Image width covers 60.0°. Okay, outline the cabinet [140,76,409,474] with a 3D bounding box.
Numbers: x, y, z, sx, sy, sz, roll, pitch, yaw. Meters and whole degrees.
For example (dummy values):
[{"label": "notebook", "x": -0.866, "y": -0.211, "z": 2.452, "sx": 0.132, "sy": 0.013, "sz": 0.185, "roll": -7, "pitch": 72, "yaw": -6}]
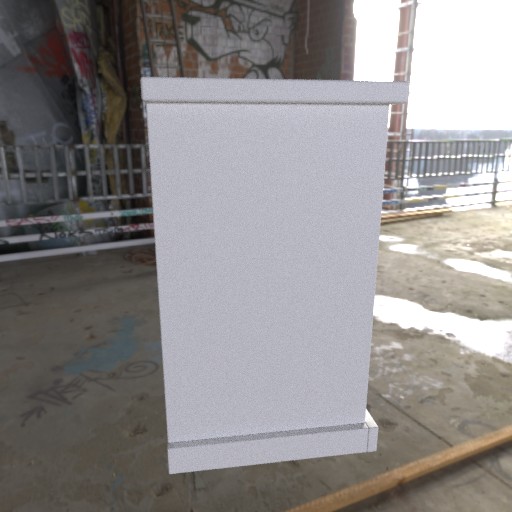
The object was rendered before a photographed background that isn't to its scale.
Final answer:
[{"label": "cabinet", "x": 0.000, "y": 0.000, "z": 1.039, "sx": 0.431, "sy": 0.723, "sz": 0.520, "roll": -2, "pitch": 16, "yaw": -8}]
